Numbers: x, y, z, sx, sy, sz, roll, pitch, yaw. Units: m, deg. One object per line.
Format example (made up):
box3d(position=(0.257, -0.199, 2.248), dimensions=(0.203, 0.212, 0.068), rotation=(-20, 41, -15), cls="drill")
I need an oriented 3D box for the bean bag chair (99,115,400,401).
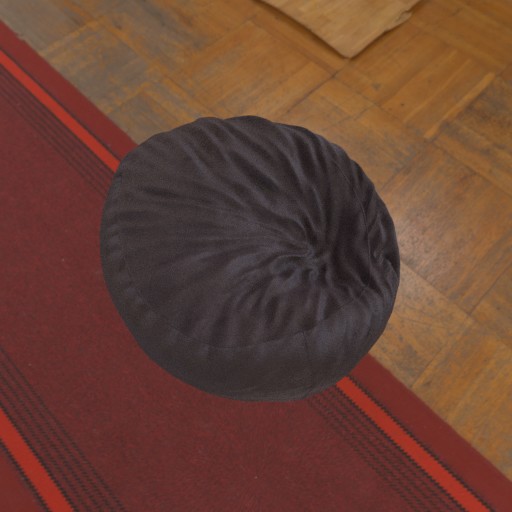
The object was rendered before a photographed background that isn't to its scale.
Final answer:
box3d(position=(0.000, 0.000, 1.987), dimensions=(1.245, 0.821, 1.245), rotation=(0, 63, 0), cls="bean bag chair")
